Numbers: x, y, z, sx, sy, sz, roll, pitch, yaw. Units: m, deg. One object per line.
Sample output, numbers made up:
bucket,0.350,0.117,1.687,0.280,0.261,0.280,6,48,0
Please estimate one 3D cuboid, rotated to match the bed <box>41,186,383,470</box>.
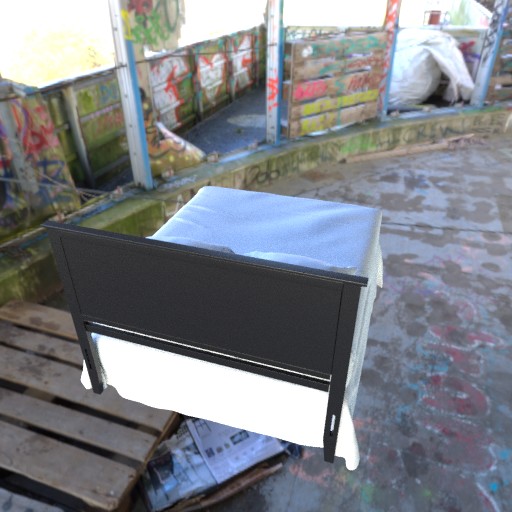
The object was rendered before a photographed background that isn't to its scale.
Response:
bed,0.000,0.000,3.200,1.870,1.270,2.050,10,34,15
